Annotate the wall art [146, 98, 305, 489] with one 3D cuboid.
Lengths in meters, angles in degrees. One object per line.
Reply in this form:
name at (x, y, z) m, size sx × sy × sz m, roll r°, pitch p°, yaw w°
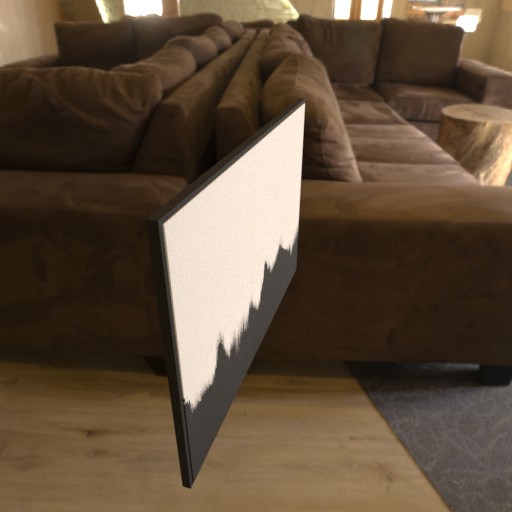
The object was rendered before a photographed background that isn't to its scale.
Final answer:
wall art at (0.000, 0.000, 1.492) m, size 0.028 × 0.805 × 1.190 m, roll 9°, pitch 31°, yaw 16°
